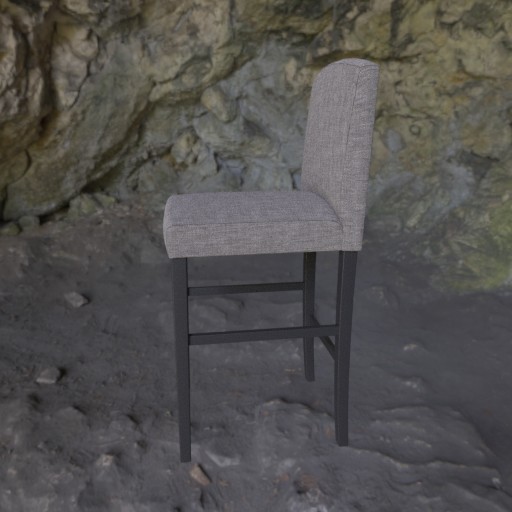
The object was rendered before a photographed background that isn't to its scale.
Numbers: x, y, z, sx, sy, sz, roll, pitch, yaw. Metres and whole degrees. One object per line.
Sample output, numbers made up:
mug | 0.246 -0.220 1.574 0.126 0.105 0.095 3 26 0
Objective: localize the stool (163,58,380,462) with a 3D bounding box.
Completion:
stool | 0.000 0.000 1.385 0.552 1.138 0.451 -2 16 -8
